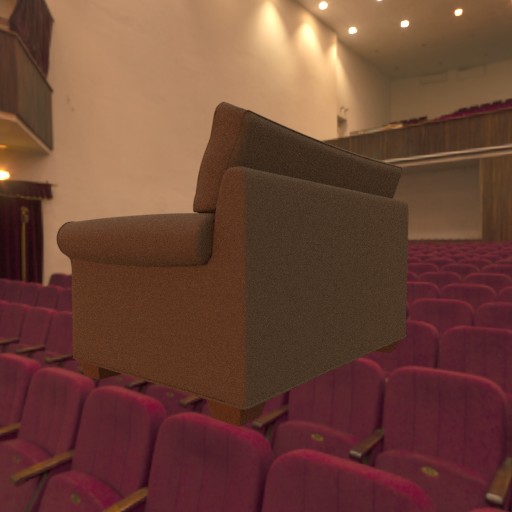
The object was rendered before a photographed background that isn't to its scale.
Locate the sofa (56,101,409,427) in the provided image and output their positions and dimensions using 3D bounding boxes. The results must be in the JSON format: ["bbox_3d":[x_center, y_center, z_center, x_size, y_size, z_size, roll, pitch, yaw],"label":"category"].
[{"bbox_3d":[0.000,0.000,2.009,0.940,0.953,1.410,1,2,38],"label":"sofa"}]
